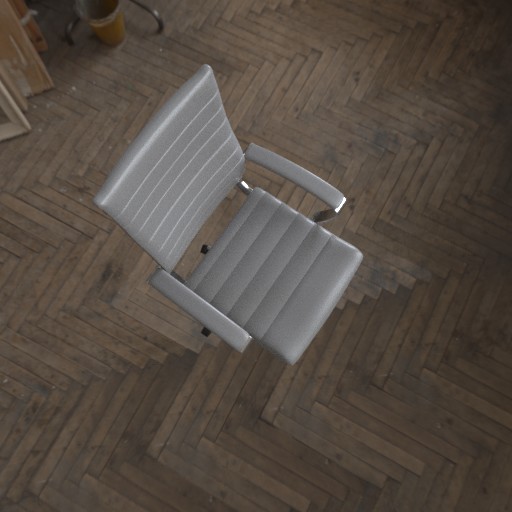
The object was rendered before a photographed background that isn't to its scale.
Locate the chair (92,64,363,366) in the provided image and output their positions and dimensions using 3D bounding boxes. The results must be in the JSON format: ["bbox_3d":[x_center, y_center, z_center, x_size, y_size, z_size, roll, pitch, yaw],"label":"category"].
[{"bbox_3d":[0.000,0.000,1.567,0.667,1.149,0.679,34,79,7],"label":"chair"}]
